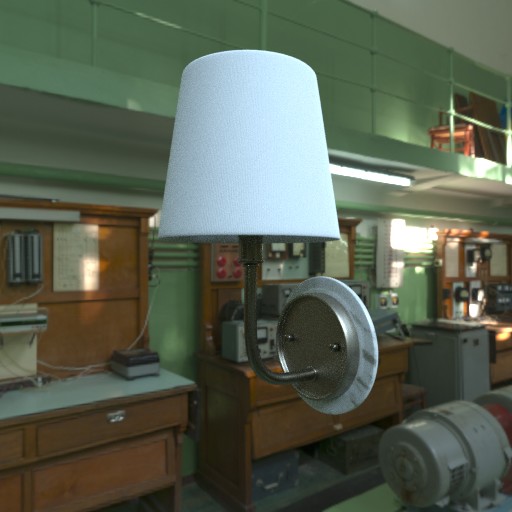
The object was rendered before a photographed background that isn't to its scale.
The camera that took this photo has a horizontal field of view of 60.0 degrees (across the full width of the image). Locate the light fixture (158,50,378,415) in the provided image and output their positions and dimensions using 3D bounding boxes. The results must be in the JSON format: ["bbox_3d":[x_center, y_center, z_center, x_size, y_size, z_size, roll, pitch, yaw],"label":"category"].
[{"bbox_3d":[0.000,0.000,0.429,0.188,0.337,0.168,0,-1,-36],"label":"light fixture"}]
